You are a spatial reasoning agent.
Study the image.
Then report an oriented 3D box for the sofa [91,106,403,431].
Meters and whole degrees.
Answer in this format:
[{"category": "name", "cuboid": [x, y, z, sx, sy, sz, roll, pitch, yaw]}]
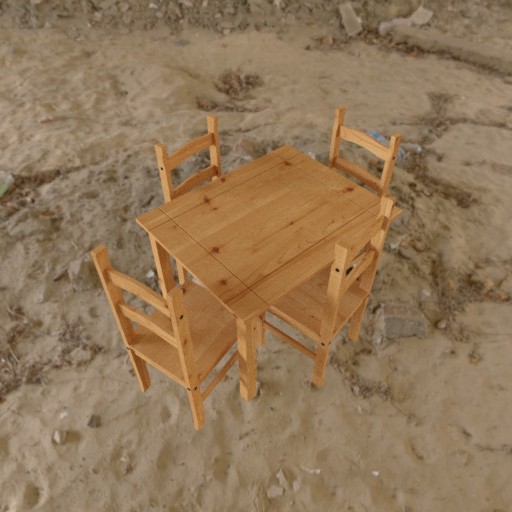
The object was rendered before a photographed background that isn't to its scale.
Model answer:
[{"category": "sofa", "cuboid": [0.000, 0.000, 2.272, 1.529, 1.000, 1.144, -32, 53, -27]}]
